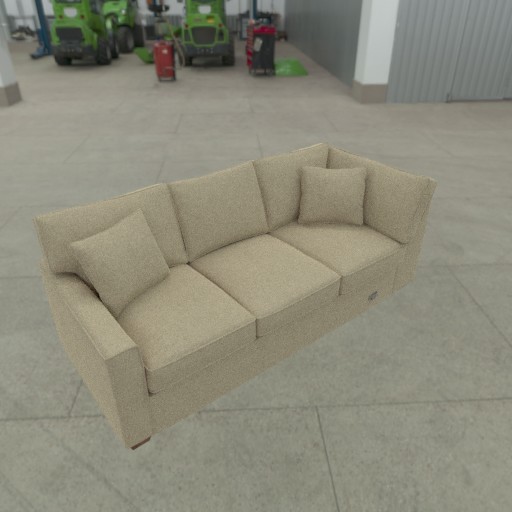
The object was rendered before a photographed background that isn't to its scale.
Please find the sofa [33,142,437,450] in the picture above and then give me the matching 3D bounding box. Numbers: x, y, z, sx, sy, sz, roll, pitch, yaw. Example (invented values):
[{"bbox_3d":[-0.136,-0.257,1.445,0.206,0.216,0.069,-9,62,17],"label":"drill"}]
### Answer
[{"bbox_3d":[0.000,0.000,2.808,2.317,0.962,1.061,-22,37,-32],"label":"sofa"}]
